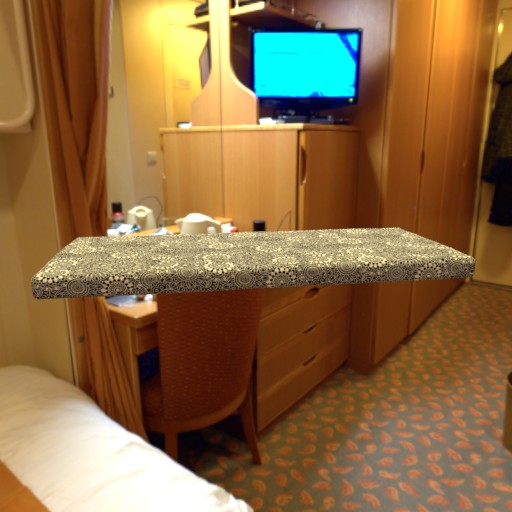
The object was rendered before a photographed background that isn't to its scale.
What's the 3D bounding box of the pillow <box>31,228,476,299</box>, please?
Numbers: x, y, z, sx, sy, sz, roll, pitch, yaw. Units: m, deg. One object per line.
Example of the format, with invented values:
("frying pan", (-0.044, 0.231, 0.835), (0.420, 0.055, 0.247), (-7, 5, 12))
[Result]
("pillow", (0.000, 0.000, 1.353), (1.187, 0.081, 0.492), (-2, 15, -9))
